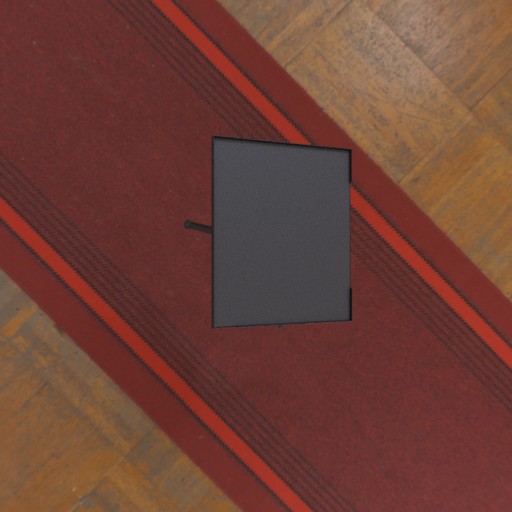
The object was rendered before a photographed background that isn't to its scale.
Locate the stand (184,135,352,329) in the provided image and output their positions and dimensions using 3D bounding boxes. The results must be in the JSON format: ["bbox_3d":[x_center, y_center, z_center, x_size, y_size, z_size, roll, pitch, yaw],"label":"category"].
[{"bbox_3d":[0.000,0.000,1.645,0.702,1.198,0.702,0,89,-1],"label":"stand"}]
